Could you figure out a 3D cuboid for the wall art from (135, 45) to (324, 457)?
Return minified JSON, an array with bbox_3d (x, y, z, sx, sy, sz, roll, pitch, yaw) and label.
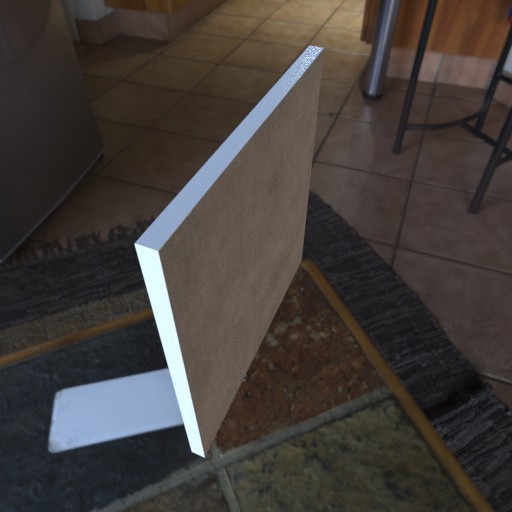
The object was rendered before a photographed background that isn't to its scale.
[{"bbox_3d":[0.000,0.000,0.669,0.023,0.453,0.455,17,48,16],"label":"wall art"}]
